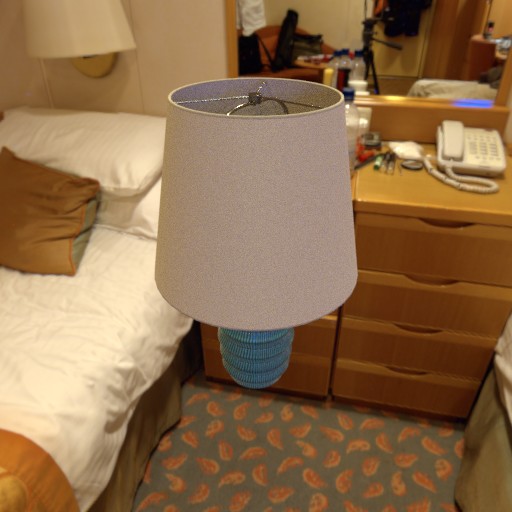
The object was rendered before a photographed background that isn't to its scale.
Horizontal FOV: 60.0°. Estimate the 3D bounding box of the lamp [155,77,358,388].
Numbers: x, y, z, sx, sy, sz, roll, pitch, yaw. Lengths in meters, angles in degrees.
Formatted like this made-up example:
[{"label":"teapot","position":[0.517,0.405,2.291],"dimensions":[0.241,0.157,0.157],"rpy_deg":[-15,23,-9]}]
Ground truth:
[{"label":"lamp","position":[0.000,0.000,0.559],"dimensions":[0.254,0.392,0.254],"rpy_deg":[0,32,0]}]
